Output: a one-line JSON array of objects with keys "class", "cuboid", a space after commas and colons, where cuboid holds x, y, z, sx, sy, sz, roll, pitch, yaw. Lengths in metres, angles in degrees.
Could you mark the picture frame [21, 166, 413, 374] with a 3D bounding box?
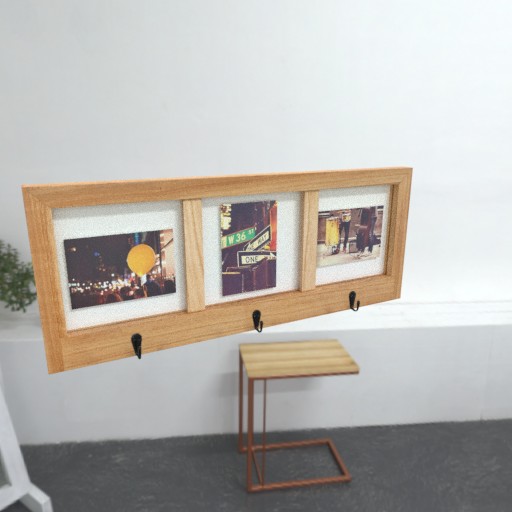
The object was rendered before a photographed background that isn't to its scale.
[{"class": "picture frame", "cuboid": [0.000, 0.000, 0.650, 0.582, 0.234, 0.045, -8, 18, -25]}]
